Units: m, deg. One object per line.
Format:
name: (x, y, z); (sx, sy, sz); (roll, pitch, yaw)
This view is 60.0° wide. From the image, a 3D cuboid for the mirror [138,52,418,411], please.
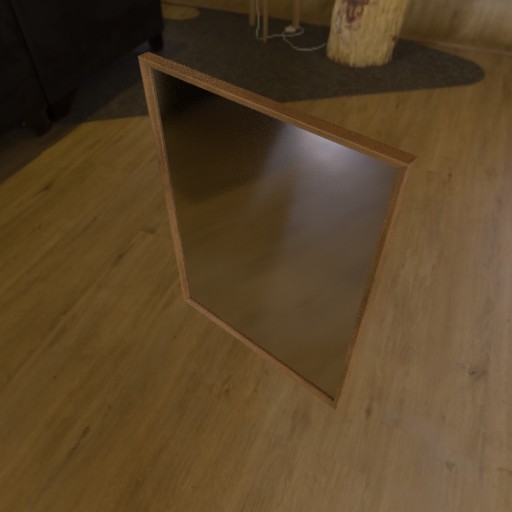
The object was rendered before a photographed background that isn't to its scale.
mirror: (0.000, 0.000, 1.353); (0.762, 1.016, 0.041); (31, 53, 26)
